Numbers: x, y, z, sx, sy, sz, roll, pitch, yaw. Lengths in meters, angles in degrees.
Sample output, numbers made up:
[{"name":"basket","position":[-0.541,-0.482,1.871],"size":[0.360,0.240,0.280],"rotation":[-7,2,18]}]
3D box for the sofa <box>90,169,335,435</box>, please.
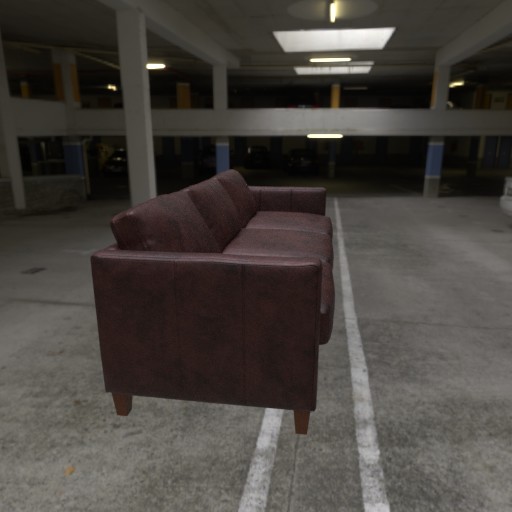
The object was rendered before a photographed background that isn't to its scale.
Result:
[{"name":"sofa","position":[0.000,0.000,3.023],"size":[1.045,1.006,2.464],"rotation":[2,16,9]}]
